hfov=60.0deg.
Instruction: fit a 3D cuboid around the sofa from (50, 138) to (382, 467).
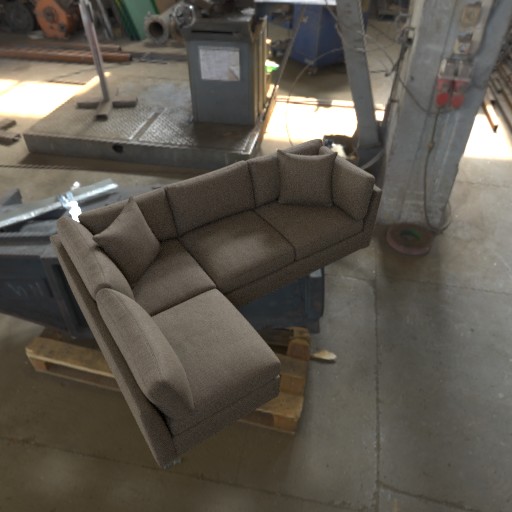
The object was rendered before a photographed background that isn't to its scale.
[{"bbox_3d":[0.000,0.000,3.855,2.896,0.978,1.994,-23,46,-25],"label":"sofa"}]
